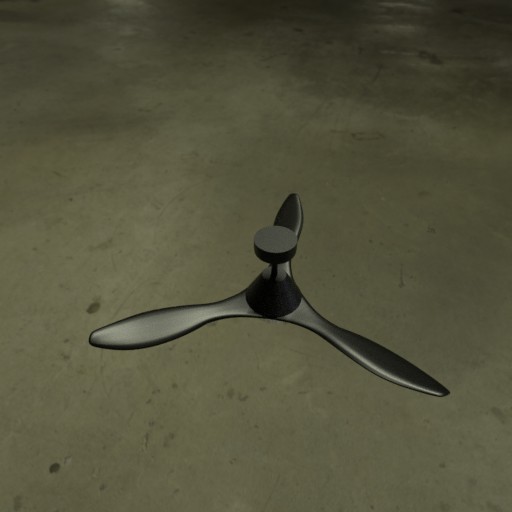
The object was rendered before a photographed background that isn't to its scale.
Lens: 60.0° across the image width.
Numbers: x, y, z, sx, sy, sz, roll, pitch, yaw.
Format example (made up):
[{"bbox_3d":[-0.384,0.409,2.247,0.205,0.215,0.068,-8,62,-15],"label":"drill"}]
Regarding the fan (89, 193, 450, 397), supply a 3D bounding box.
[{"bbox_3d":[0.000,0.000,1.578,1.067,0.305,1.067,-1,40,-1],"label":"fan"}]
